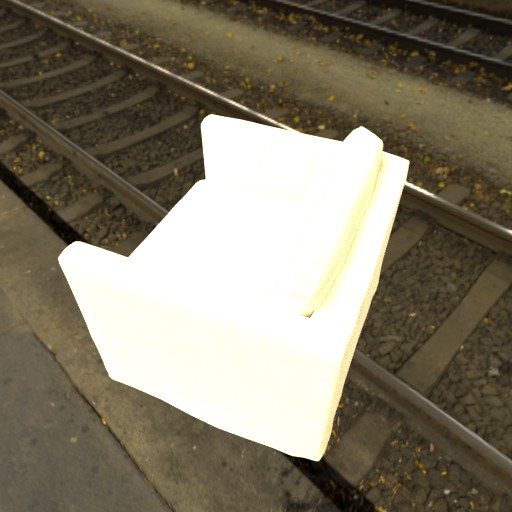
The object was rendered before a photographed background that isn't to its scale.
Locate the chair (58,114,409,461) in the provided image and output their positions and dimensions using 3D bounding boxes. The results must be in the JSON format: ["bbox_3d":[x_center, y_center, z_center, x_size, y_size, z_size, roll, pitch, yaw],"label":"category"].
[{"bbox_3d":[0.000,0.000,1.769,0.947,0.851,1.057,17,47,16],"label":"chair"}]
